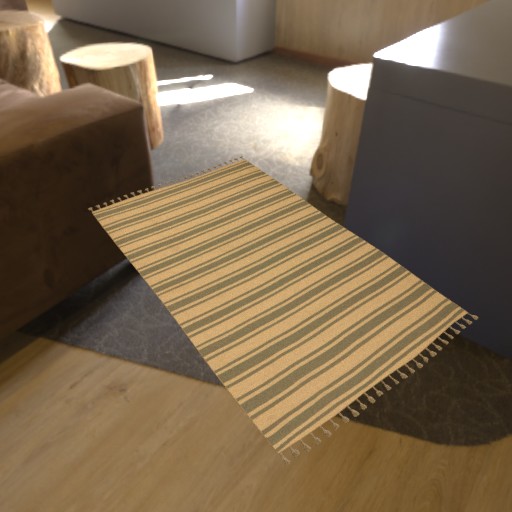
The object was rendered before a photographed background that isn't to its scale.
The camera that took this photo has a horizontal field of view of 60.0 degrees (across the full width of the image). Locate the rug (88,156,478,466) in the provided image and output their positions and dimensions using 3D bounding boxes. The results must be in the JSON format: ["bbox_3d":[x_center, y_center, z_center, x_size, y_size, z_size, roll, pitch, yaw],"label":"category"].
[{"bbox_3d":[0.000,0.000,2.530,1.222,0.009,2.084,-25,46,-27],"label":"rug"}]
